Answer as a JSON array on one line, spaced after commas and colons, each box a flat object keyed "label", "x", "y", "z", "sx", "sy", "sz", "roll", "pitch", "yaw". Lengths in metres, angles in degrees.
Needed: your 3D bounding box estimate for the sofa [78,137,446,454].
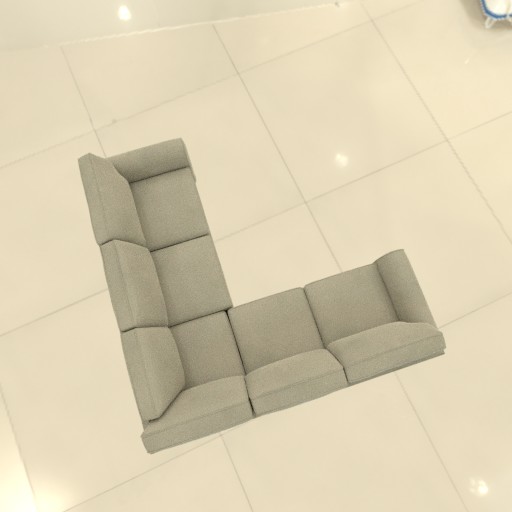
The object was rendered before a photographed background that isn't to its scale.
[{"label": "sofa", "x": 0.000, "y": 0.000, "z": 3.954, "sx": 2.487, "sy": 1.053, "sz": 2.562, "roll": -17, "pitch": 76, "yaw": -4}]
